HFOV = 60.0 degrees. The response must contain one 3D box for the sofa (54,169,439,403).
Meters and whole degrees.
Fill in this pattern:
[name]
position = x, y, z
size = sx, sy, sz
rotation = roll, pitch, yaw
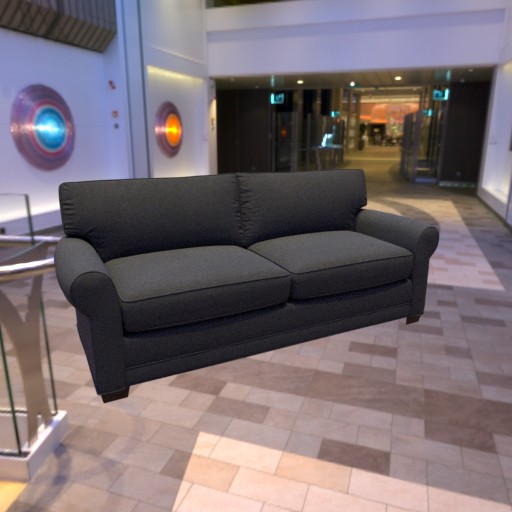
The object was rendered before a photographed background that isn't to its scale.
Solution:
[sofa]
position = 0.000, 0.000, 2.891
size = 2.391, 1.026, 0.954
rotation = -8, 17, -26
